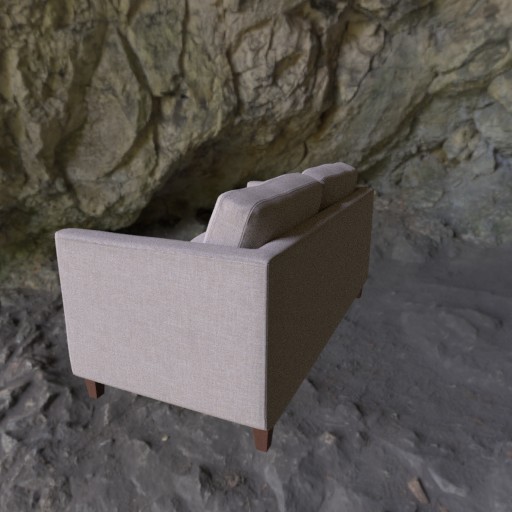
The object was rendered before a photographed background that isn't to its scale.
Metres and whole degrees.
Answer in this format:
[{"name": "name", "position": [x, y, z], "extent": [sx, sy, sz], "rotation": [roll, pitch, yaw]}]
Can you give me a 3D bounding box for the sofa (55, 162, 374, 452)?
[{"name": "sofa", "position": [0.000, 0.000, 2.433], "extent": [0.951, 0.947, 1.884], "rotation": [7, 18, 23]}]
